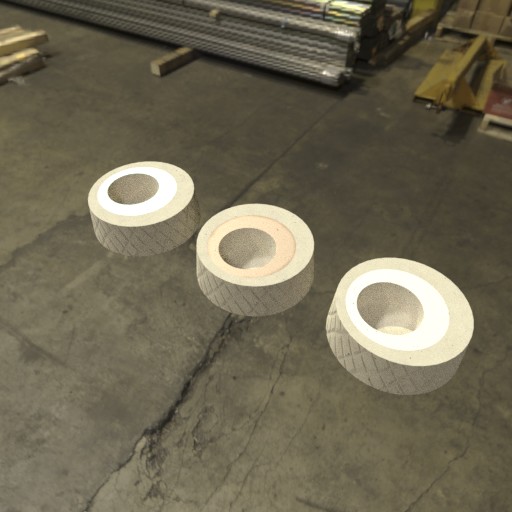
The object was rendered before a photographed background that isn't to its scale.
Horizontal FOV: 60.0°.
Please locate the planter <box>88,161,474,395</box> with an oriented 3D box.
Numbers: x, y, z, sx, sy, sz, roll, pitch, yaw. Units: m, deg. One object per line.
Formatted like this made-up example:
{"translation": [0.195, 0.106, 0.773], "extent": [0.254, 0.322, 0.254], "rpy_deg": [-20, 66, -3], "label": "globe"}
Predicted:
{"translation": [0.000, 0.000, 0.417], "extent": [0.390, 0.038, 0.114], "rpy_deg": [24, 51, 22], "label": "planter"}
